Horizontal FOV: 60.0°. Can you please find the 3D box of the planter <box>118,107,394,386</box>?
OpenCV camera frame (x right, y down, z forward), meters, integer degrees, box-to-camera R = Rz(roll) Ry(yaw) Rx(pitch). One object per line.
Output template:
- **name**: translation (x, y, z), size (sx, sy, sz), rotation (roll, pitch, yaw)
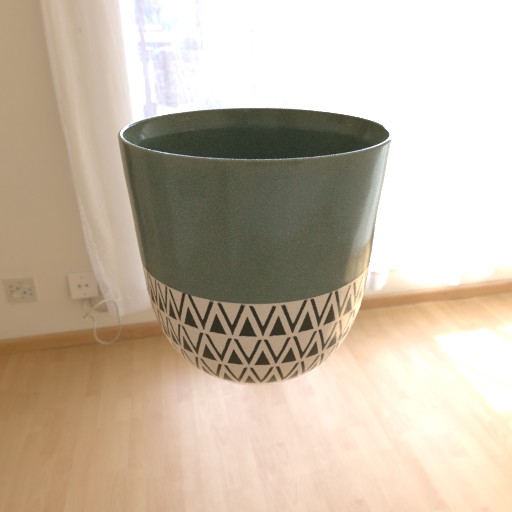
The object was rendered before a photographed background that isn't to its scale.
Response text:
- **planter**: translation (0.000, 0.000, 0.377), size (0.198, 0.214, 0.198), rotation (0, 26, 0)
